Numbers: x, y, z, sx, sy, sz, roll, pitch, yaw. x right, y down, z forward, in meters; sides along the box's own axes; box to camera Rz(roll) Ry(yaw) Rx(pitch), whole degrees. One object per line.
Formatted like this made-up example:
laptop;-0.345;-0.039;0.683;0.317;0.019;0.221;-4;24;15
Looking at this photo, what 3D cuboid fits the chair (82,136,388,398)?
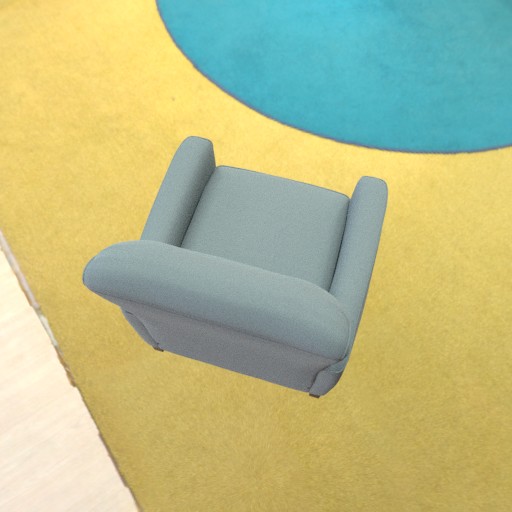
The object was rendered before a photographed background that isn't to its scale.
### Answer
chair;0.000;0.000;1.647;0.853;1.007;0.846;15;64;7
